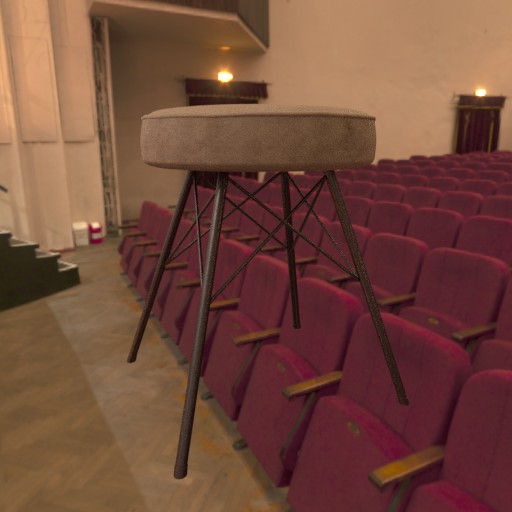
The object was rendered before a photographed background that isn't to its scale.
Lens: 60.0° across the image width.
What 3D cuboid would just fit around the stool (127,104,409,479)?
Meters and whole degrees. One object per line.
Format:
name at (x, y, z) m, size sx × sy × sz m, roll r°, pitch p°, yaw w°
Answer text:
stool at (0.000, 0.000, 0.858) m, size 0.457 × 0.538 × 0.423 m, roll -7°, pitch 16°, yaw -25°
